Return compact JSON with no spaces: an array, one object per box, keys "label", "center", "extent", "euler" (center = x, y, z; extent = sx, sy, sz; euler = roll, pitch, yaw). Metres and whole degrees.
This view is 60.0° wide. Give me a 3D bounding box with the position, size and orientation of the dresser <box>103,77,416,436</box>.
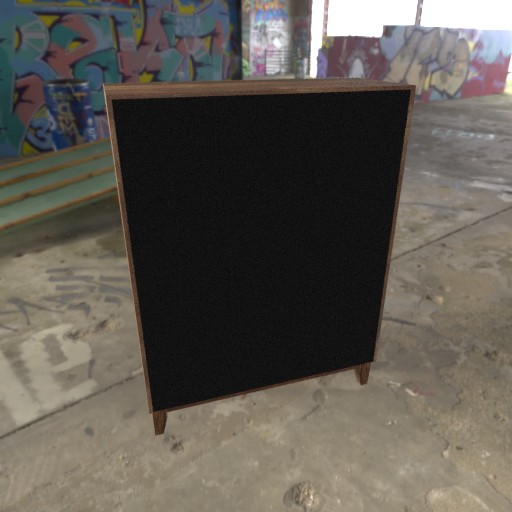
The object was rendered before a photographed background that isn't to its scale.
[{"label":"dresser","center":[0.000,0.000,1.921],"extent":[1.062,1.393,0.442],"euler":[-8,27,-16]}]
